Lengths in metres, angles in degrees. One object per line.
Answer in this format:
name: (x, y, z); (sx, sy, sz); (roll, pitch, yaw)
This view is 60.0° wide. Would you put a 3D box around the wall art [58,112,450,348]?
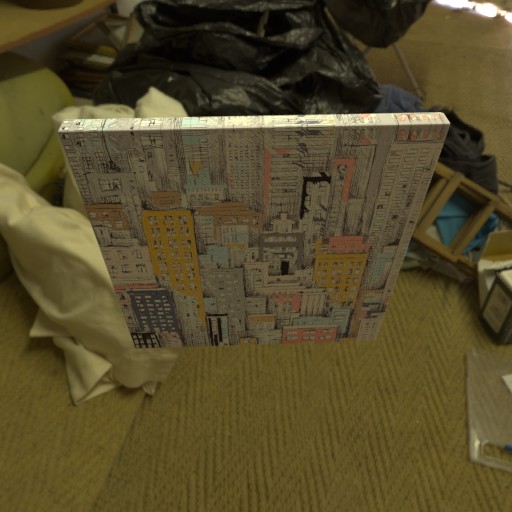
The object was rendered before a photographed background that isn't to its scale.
wall art: (0.000, 0.000, 0.912); (0.607, 0.608, 0.038); (-2, 46, -2)
